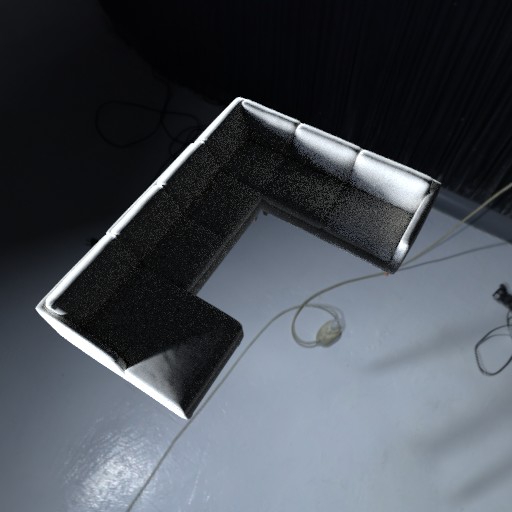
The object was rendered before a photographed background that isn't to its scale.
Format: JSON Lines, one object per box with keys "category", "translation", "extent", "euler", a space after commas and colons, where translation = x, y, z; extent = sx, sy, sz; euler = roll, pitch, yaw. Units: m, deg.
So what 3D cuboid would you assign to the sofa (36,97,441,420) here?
{"category": "sofa", "translation": [0.000, 0.000, 4.404], "extent": [2.551, 0.853, 3.238], "euler": [28, 63, 16]}
